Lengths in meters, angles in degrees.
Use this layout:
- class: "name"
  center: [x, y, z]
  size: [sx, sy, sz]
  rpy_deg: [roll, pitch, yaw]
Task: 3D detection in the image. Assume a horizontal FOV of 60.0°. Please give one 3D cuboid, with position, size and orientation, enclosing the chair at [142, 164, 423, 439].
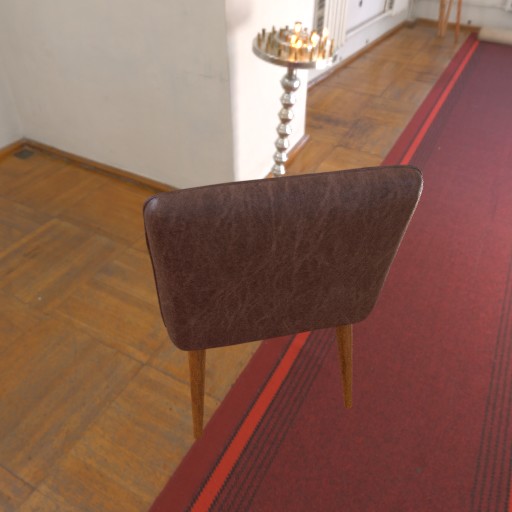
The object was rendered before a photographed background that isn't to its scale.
- class: "chair"
  center: [0.000, 0.000, 1.191]
  size: [0.543, 0.803, 0.645]
  rpy_deg: [-11, 42, -12]
